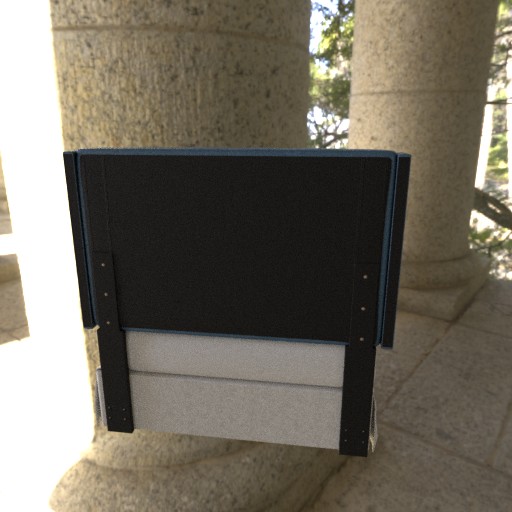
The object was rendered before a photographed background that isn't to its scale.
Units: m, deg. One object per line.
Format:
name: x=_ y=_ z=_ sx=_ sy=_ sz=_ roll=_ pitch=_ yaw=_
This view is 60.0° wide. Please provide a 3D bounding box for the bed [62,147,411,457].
bed: x=0.000 y=0.000 z=3.321 sx=1.719 sy=1.665 sz=2.078 roll=2 pitch=16 yaw=8
